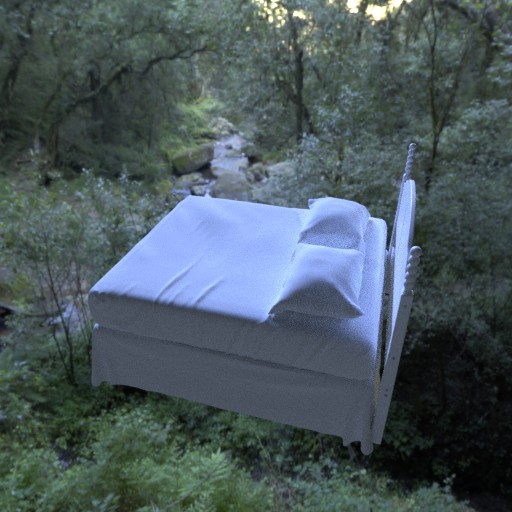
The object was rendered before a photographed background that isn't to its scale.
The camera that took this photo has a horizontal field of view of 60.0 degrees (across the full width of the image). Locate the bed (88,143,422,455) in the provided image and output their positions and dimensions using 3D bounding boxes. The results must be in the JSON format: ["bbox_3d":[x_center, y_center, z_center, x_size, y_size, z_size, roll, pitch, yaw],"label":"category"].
[{"bbox_3d":[0.000,0.000,3.224,2.040,1.356,1.873,9,32,14],"label":"bed"}]
